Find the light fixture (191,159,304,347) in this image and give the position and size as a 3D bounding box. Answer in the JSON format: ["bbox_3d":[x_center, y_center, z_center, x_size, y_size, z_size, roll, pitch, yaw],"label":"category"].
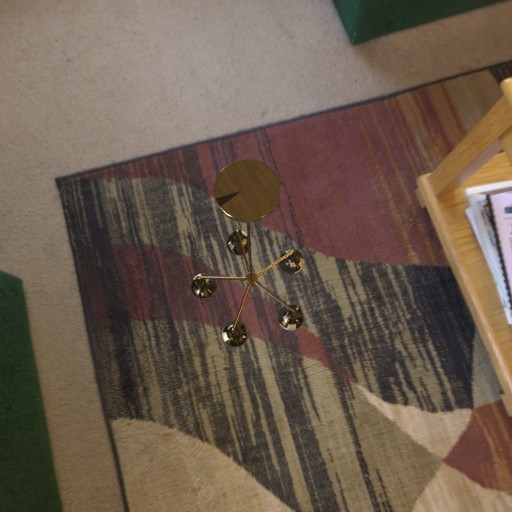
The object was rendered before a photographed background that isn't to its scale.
[{"bbox_3d":[0.000,0.000,1.218,0.421,0.988,0.438,-34,78,-8],"label":"light fixture"}]
